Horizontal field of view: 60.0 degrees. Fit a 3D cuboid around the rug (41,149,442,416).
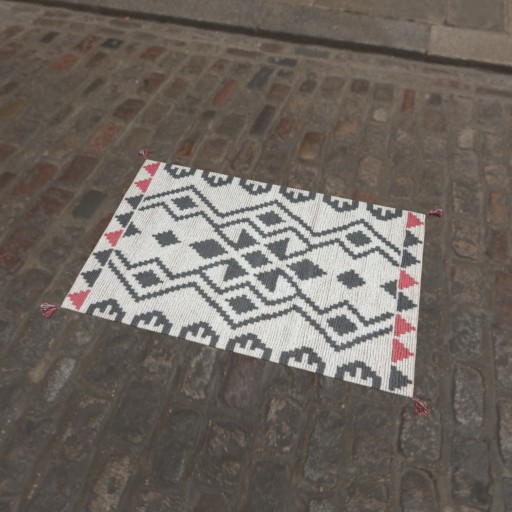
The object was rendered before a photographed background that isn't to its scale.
[{"bbox_3d":[0.000,0.000,3.333,2.672,0.066,1.741,13,57,8],"label":"rug"}]
